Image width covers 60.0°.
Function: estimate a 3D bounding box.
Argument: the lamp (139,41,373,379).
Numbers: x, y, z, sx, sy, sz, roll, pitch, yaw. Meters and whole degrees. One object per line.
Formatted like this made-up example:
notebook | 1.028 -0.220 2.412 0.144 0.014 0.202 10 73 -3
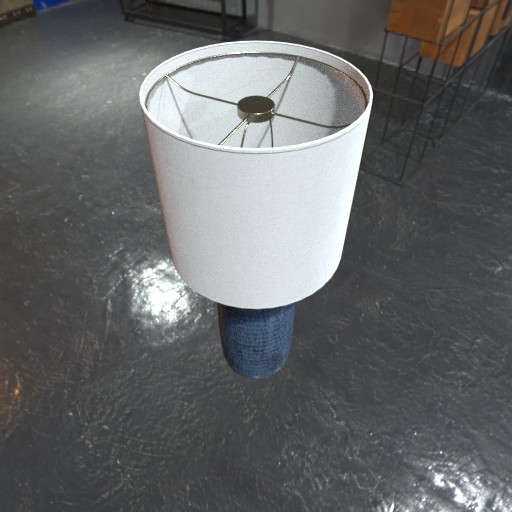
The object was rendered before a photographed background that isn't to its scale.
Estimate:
lamp | 0.000 0.000 0.597 0.220 0.475 0.220 32 54 27
